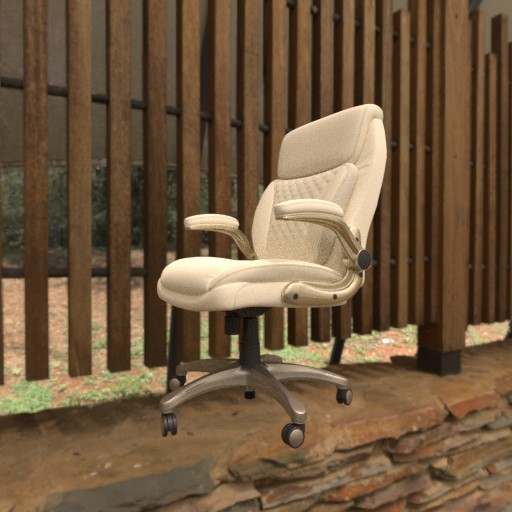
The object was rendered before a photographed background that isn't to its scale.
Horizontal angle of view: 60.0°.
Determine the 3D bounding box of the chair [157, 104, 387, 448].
[{"bbox_3d":[0.000,0.000,1.630,0.794,1.110,0.740,0,1,-36],"label":"chair"}]
